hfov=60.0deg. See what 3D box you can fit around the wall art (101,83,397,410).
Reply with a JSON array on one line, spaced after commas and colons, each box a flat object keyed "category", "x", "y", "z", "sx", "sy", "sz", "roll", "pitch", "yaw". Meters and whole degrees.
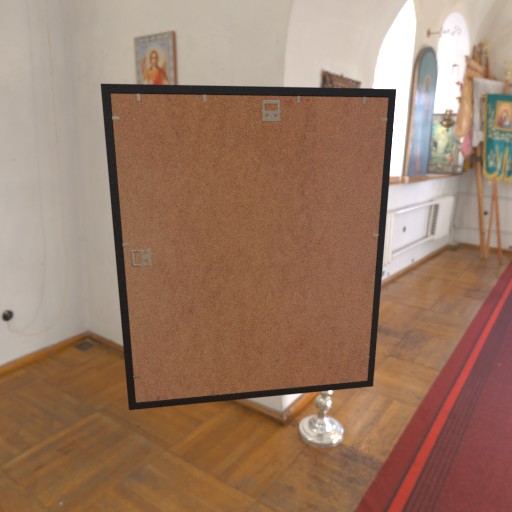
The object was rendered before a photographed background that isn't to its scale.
[{"category": "wall art", "x": 0.000, "y": 0.000, "z": 0.922, "sx": 0.559, "sy": 0.660, "sz": 0.018, "roll": -3, "pitch": 16, "yaw": -9}]
